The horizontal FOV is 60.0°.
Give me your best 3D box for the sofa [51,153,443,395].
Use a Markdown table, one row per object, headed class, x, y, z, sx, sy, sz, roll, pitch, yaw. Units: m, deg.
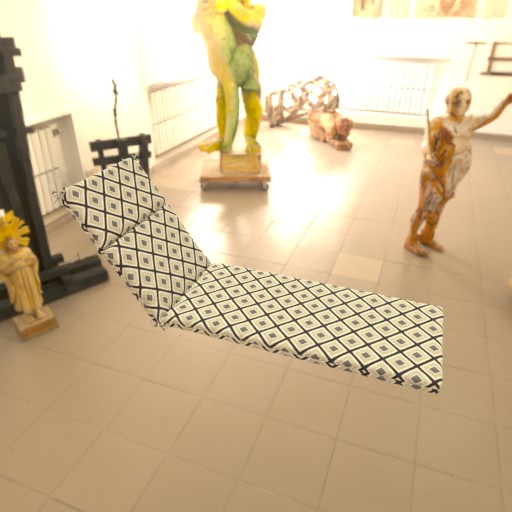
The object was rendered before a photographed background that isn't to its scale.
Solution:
| class | x | y | z | sx | sy | sz | roll | pitch | yaw |
| --- | --- | --- | --- | --- | --- | --- | --- | --- | --- |
| sofa | 0.000 | 0.000 | 1.970 | 1.663 | 0.622 | 0.582 | 11 | 32 | 18 |
